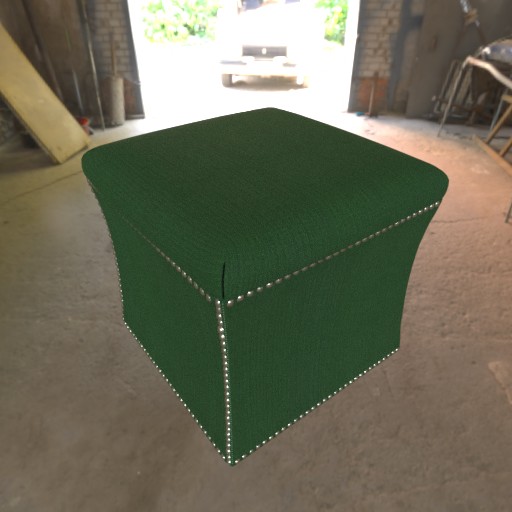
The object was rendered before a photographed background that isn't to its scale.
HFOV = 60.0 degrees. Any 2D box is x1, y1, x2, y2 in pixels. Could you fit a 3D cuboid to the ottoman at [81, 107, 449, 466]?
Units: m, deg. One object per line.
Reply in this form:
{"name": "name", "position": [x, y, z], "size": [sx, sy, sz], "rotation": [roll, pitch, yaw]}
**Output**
{"name": "ottoman", "position": [0.000, 0.000, 0.914], "size": [0.497, 0.475, 0.507], "rotation": [-23, 41, -30]}
